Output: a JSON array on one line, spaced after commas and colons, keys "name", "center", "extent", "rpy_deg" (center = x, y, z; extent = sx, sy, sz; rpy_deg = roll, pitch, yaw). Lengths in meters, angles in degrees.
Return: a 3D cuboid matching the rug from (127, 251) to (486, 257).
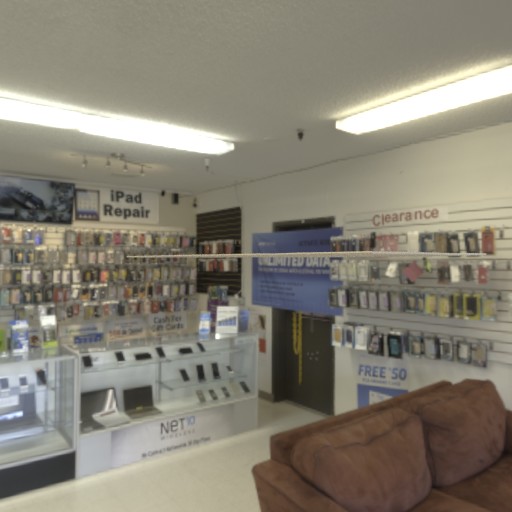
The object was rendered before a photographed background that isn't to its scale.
[{"name": "rug", "center": [0.000, 0.000, 2.731], "extent": [0.770, 0.016, 2.442], "rpy_deg": [0, -1, -36]}]
